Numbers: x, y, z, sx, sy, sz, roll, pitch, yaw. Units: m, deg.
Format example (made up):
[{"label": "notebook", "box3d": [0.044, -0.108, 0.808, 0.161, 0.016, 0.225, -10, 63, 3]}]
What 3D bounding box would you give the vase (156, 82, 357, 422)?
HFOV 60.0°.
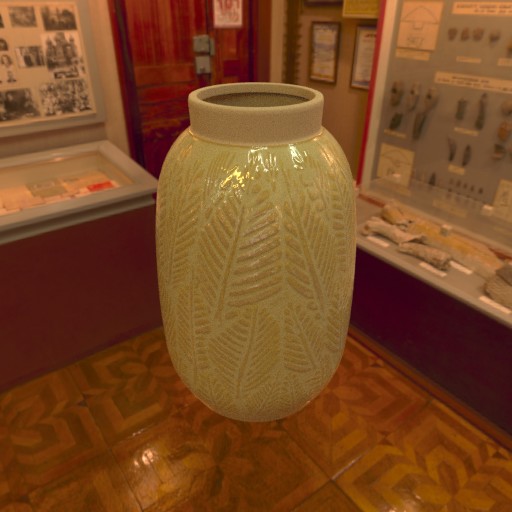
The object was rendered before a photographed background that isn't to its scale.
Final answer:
[{"label": "vase", "box3d": [0.000, 0.000, 0.386, 0.172, 0.270, 0.172, 0, 31, 0]}]
